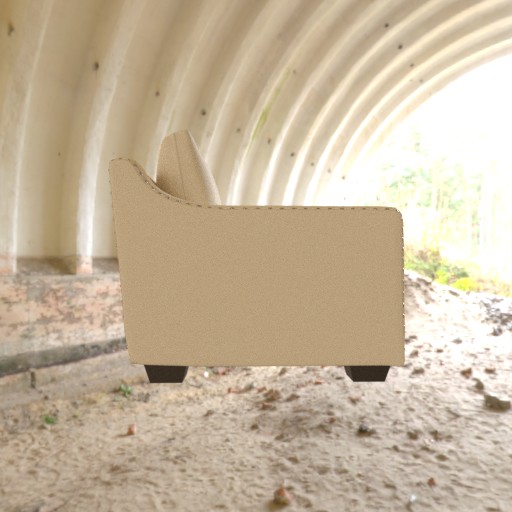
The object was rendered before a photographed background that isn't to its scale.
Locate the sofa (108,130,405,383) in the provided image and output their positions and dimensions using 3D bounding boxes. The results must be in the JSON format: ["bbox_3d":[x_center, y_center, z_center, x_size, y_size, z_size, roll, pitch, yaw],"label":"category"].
[{"bbox_3d":[0.000,0.000,2.260,0.949,0.830,1.812,0,-1,-1],"label":"sofa"}]
